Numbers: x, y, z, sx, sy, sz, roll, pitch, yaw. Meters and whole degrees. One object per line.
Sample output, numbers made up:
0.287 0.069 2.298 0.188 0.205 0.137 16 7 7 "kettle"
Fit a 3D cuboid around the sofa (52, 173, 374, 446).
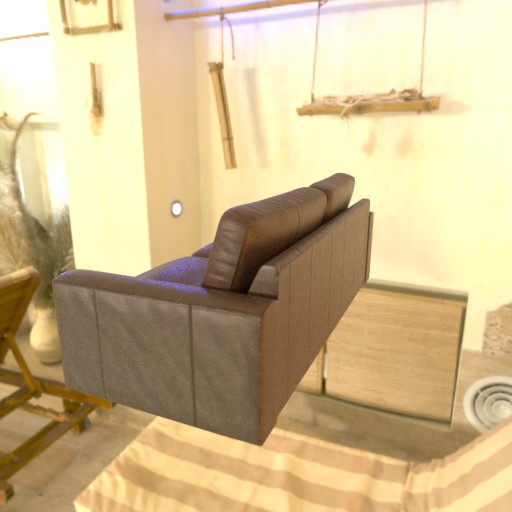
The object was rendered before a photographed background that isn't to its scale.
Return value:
0.000 0.000 2.671 1.016 0.873 2.179 7 17 23 "sofa"
